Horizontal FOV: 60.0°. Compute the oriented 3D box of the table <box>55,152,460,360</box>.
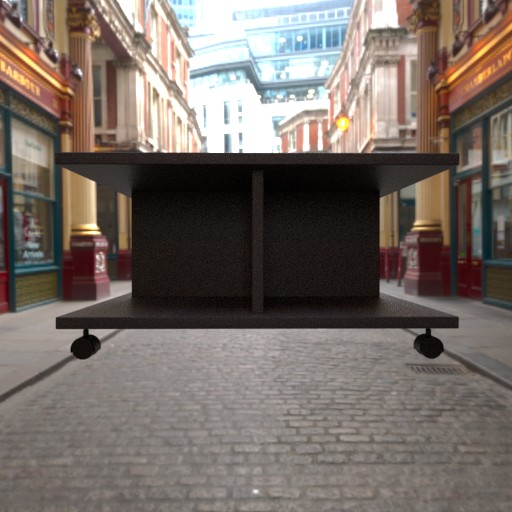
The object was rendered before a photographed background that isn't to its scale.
[{"bbox_3d":[0.000,0.000,1.215,0.762,0.396,0.762,0,0,-1],"label":"table"}]
